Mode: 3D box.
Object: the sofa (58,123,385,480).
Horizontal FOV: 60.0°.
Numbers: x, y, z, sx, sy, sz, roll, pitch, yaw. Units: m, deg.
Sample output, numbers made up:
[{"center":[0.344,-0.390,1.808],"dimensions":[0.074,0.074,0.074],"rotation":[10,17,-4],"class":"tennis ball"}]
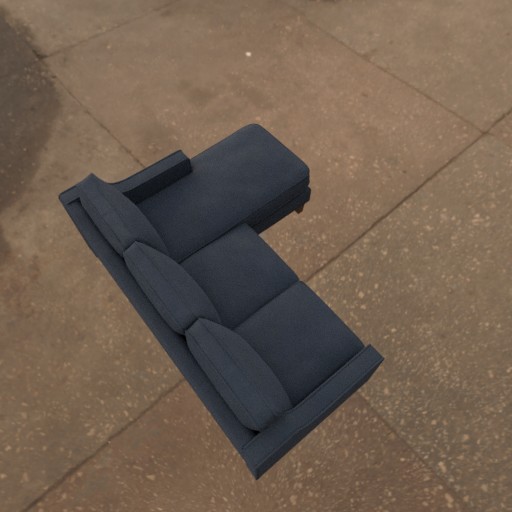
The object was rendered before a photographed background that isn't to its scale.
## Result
[{"center":[0.000,0.000,3.318],"dimensions":[1.858,1.066,2.317],"rotation":[-34,65,-19],"class":"sofa"}]
